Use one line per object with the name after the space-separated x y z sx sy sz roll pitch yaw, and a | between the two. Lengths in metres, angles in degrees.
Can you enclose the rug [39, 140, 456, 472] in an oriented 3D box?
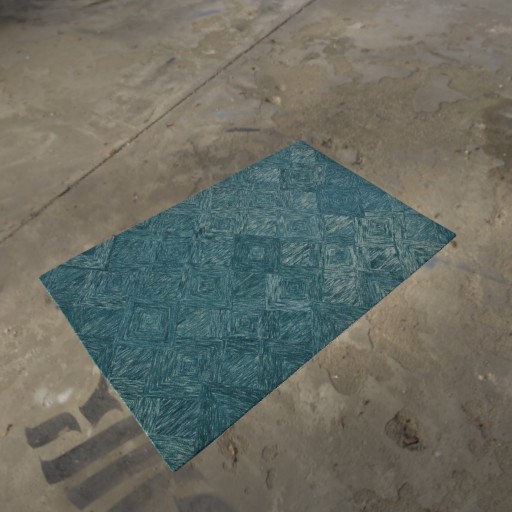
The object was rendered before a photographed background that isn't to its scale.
0.000 0.000 2.155 1.728 0.017 1.136 -33 56 -26 | rug
